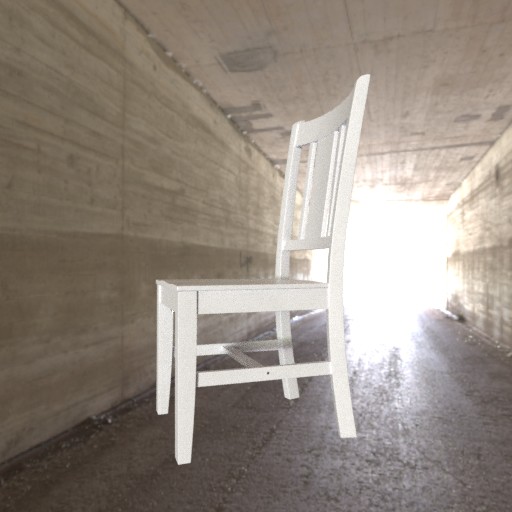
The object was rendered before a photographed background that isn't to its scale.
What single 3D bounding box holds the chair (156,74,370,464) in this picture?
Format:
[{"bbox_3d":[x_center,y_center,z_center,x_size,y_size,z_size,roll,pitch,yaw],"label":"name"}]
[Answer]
[{"bbox_3d":[0.000,0.000,1.338,0.555,0.998,0.450,0,-1,-20],"label":"chair"}]
